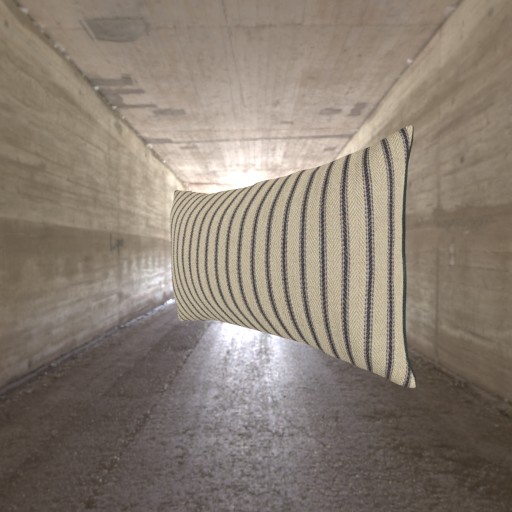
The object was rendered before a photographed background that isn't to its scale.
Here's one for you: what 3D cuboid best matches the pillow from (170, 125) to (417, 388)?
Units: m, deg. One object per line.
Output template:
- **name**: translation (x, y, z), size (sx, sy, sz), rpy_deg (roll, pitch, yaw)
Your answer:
- **pillow**: translation (0.000, 0.000, 0.747), size (0.151, 0.305, 0.609), rpy_deg (-1, 2, -36)
